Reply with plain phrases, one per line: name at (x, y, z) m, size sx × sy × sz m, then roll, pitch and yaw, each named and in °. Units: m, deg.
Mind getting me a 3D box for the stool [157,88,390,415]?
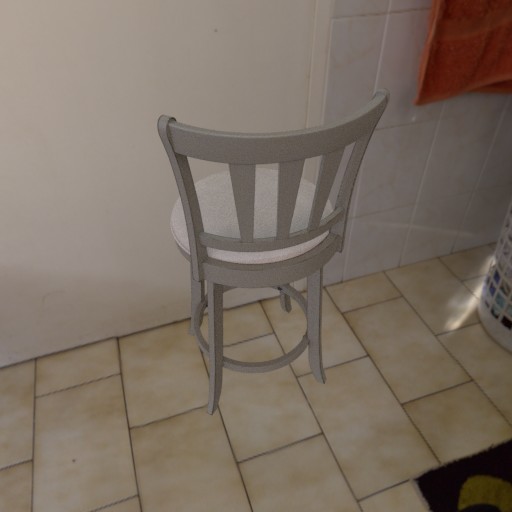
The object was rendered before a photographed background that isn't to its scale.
stool at (0.000, 0.000, 1.241) m, size 0.450 × 0.994 × 0.486 m, roll -11°, pitch 42°, yaw -13°
